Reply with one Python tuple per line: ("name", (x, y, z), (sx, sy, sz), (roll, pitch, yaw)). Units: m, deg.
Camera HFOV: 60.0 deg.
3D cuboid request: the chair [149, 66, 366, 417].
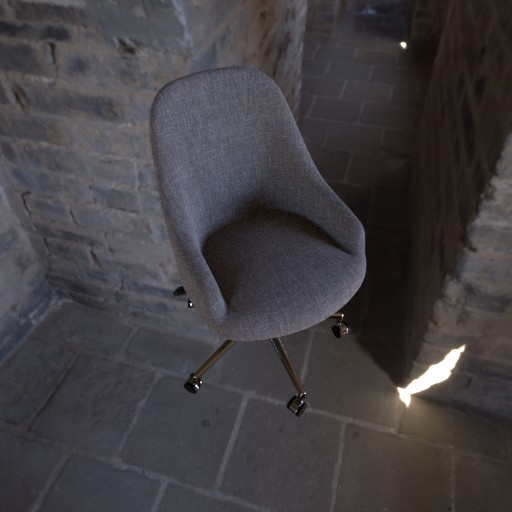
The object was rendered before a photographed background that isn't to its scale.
("chair", (0.000, 0.000, 1.439), (0.671, 0.950, 0.712), (-23, 49, -21))
